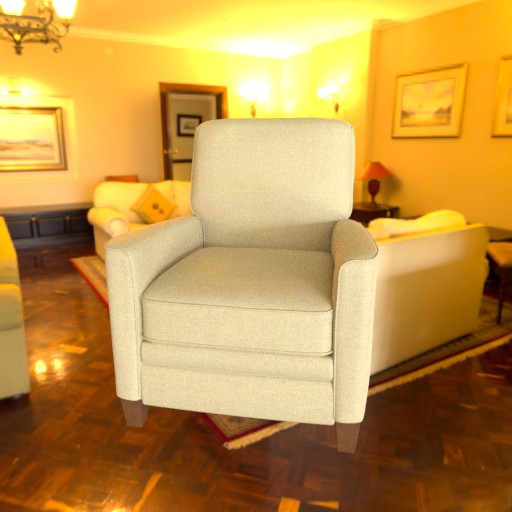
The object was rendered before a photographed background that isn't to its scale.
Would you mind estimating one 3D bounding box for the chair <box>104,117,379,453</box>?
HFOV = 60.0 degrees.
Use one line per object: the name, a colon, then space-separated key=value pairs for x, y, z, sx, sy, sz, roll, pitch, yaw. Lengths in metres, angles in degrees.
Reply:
chair: x=0.000 y=0.000 z=1.655 sx=0.841 sy=1.023 sz=0.858 roll=3 pitch=15 yaw=10
